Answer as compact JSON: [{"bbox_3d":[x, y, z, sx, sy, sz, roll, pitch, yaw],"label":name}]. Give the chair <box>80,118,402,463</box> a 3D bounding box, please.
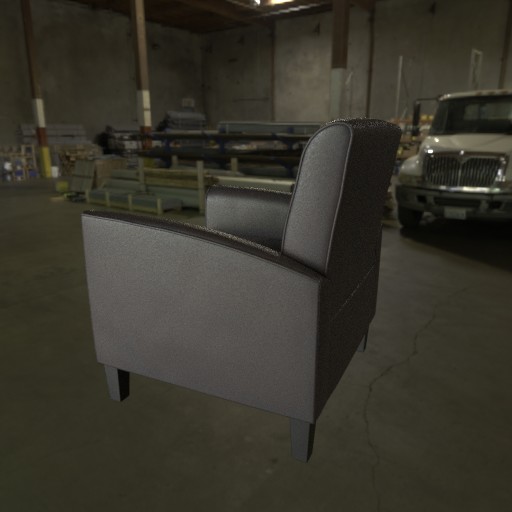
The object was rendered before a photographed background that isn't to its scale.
[{"bbox_3d":[0.000,0.000,1.561,0.819,0.916,0.820,7,17,25],"label":"chair"}]
